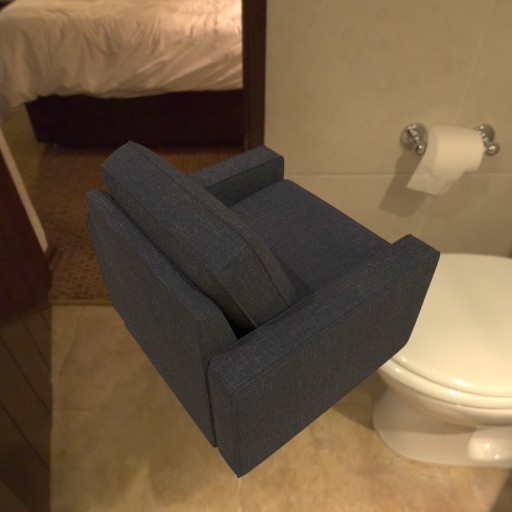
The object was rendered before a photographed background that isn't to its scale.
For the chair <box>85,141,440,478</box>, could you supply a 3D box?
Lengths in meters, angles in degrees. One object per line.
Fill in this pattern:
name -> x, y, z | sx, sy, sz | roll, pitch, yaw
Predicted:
chair -> 0.000, 0.000, 1.720 | 0.940, 0.919, 1.017 | -28, 49, -27
